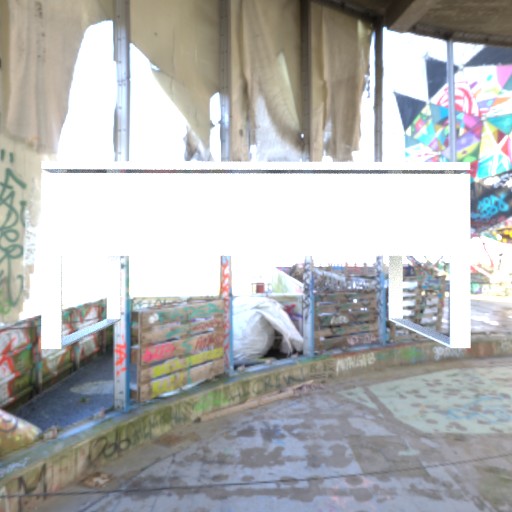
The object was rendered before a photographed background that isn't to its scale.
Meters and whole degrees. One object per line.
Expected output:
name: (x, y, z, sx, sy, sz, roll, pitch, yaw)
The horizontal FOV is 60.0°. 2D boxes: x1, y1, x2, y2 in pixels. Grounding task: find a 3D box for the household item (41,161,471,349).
household item: (0.000, 0.000, 2.157, 1.700, 0.745, 0.800, 0, 0, -1)
